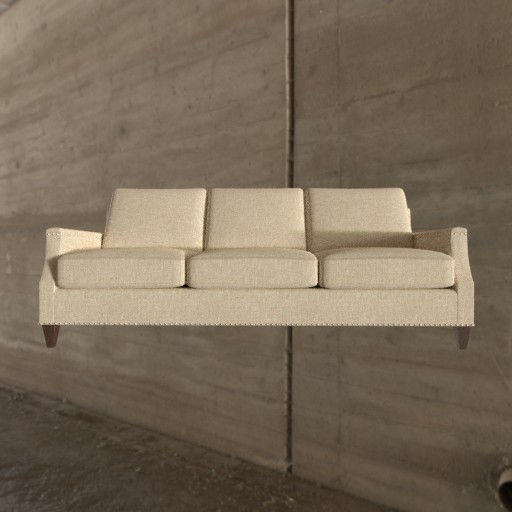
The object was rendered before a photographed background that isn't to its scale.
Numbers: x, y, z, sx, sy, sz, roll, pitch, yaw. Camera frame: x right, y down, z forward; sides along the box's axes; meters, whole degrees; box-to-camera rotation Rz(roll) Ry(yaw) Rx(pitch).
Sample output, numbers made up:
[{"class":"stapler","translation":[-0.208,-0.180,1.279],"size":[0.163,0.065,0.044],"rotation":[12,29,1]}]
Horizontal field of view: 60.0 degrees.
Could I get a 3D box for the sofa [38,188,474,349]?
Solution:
[{"class":"sofa","translation":[0.000,0.000,2.738],"size":[2.210,0.940,1.041],"rotation":[0,0,1]}]
